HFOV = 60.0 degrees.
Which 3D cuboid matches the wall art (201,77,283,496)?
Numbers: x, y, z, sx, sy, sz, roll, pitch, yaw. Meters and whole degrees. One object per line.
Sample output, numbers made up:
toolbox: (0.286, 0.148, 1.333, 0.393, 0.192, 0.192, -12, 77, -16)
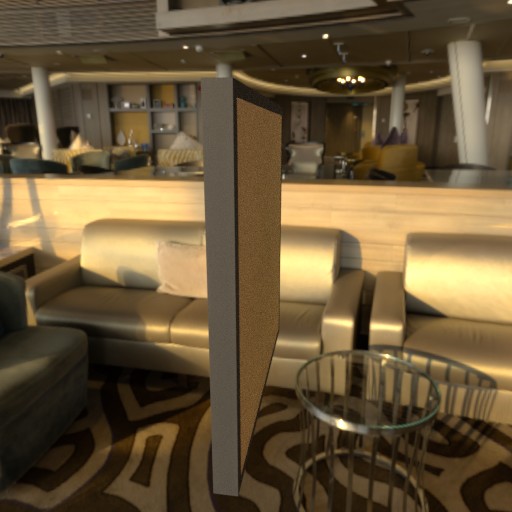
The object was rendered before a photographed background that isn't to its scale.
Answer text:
wall art: (0.000, 0.000, 0.752, 0.033, 0.507, 0.508, 2, 16, 9)
